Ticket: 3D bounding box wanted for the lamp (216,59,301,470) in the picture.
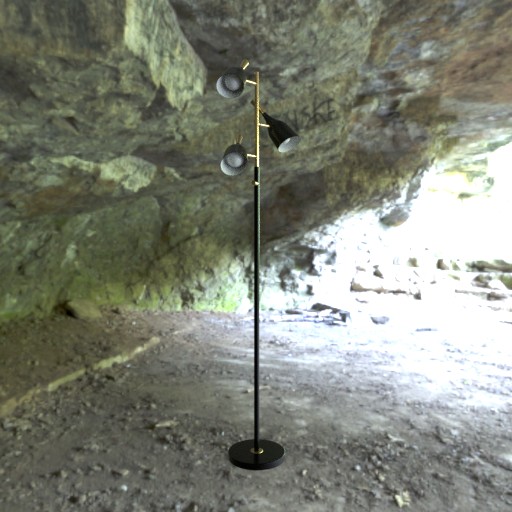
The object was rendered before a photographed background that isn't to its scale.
[{"bbox_3d":[0.000,0.000,1.958,0.434,1.778,0.253,0,0,-36],"label":"lamp"}]
